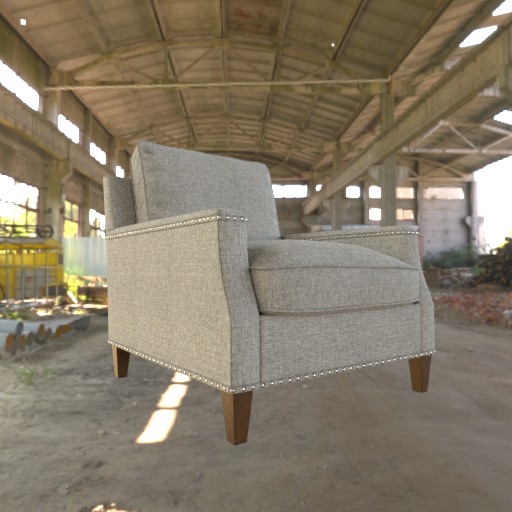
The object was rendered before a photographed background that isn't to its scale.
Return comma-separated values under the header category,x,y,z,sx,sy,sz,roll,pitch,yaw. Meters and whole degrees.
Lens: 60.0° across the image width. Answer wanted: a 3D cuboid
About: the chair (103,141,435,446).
category,x,y,z,sx,sy,sz,roll,pitch,yaw
chair,0.000,0.000,1.676,0.853,0.943,1.014,1,-2,-36
